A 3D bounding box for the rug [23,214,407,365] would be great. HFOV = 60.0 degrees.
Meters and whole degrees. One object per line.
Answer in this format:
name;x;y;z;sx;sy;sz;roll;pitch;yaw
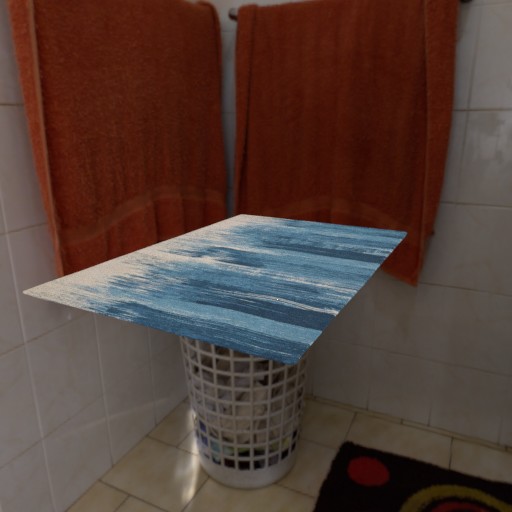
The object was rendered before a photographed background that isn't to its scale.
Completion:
rug;0.000;0.000;2.327;1.232;0.009;1.836;9;19;27
